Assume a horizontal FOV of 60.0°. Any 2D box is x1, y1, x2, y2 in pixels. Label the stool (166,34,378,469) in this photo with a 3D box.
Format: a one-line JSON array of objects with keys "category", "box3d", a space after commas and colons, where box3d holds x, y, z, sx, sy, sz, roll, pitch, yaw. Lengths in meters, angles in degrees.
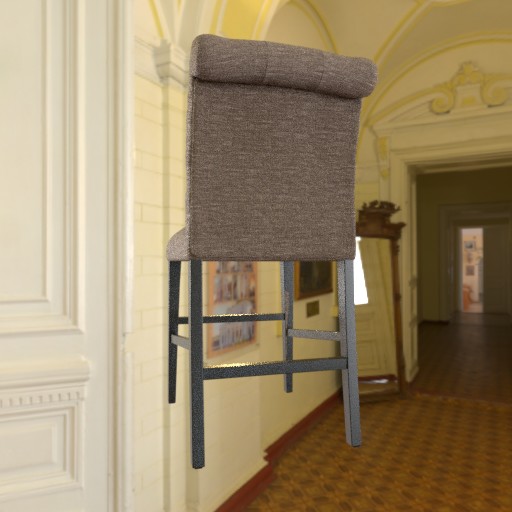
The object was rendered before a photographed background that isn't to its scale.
[{"category": "stool", "box3d": [0.000, 0.000, 1.271, 0.457, 0.970, 0.611, 0, -1, -17]}]
